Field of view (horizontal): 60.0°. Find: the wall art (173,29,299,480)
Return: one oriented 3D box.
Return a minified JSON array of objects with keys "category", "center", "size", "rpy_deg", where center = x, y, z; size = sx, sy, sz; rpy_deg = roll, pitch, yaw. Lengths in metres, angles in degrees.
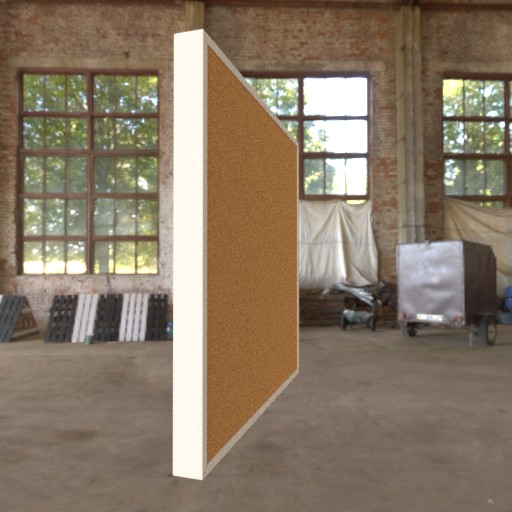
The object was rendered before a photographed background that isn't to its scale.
[{"category":"wall art","center":[0.000,0.000,0.745],"size":[0.037,0.508,0.508],"rpy_deg":[0,-1,18]}]
